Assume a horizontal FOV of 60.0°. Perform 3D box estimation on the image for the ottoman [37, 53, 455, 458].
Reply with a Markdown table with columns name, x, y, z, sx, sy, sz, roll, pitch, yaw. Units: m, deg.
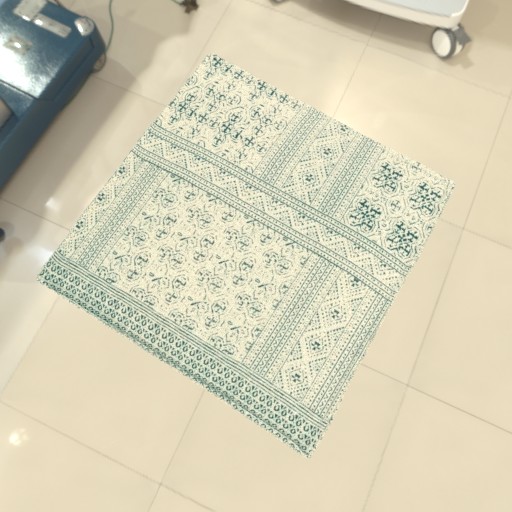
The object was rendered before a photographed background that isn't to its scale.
| name | x | y | z | sx | sy | sz | roll | pitch | yaw |
| --- | --- | --- | --- | --- | --- | --- | --- | --- | --- |
| ottoman | 0.000 | 0.000 | 1.048 | 0.626 | 0.439 | 0.617 | 31 | 77 | 8 |
